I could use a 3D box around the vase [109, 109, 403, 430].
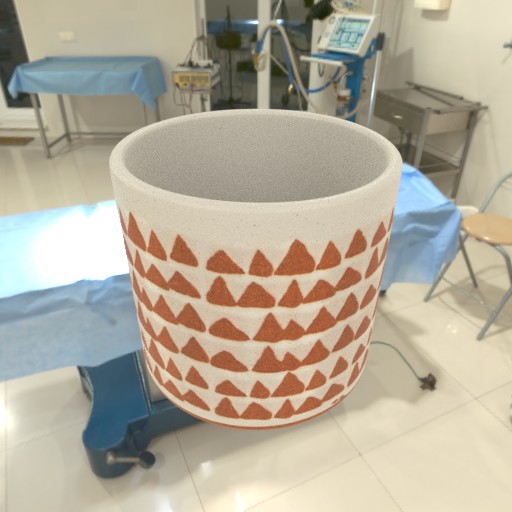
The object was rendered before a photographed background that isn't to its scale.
[{"bbox_3d":[0.000,0.000,0.247,0.137,0.127,0.137,0,32,0],"label":"vase"}]
